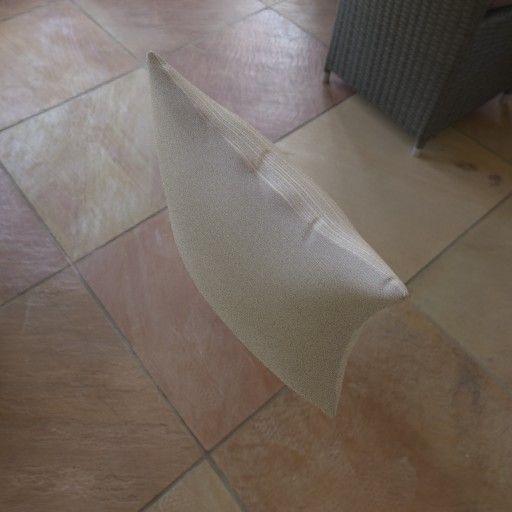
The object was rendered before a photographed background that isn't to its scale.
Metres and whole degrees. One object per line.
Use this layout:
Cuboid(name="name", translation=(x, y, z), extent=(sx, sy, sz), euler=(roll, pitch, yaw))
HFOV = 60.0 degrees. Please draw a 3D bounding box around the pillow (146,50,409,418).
Cuboid(name="pillow", translation=(0.000, 0.000, 0.746), extent=(0.204, 0.497, 0.512), euler=(-32, 63, -19))
